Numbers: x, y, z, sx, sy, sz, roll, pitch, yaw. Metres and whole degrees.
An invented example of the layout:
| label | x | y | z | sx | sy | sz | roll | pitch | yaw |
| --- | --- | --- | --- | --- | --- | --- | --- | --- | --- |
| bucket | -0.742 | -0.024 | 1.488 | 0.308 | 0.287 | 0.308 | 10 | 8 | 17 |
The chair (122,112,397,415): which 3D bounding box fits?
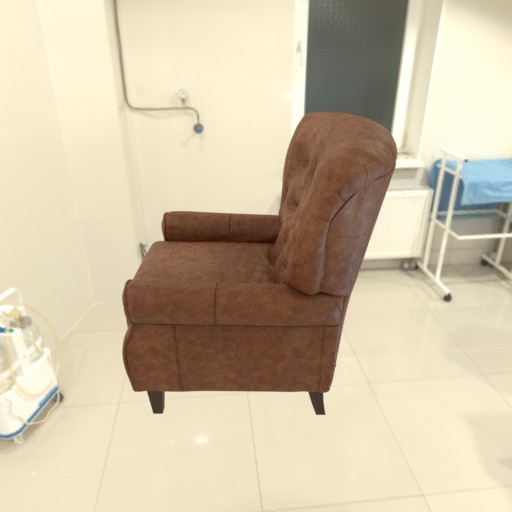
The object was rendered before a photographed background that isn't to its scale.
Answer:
| label | x | y | z | sx | sy | sz | roll | pitch | yaw |
| --- | --- | --- | --- | --- | --- | --- | --- | --- | --- |
| chair | 0.000 | 0.000 | 1.946 | 1.059 | 1.164 | 0.951 | 0 | 26 | 1 |
